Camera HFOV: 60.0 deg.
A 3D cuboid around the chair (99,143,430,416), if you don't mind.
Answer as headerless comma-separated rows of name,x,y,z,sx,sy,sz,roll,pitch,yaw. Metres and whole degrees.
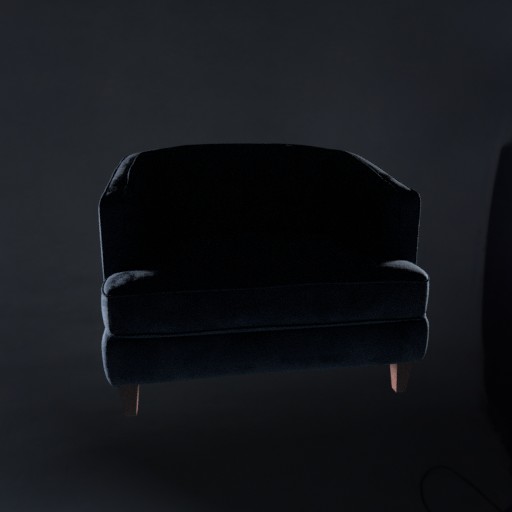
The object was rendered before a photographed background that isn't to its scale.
chair,0.000,0.000,1.767,1.094,0.852,0.940,-2,16,-8
